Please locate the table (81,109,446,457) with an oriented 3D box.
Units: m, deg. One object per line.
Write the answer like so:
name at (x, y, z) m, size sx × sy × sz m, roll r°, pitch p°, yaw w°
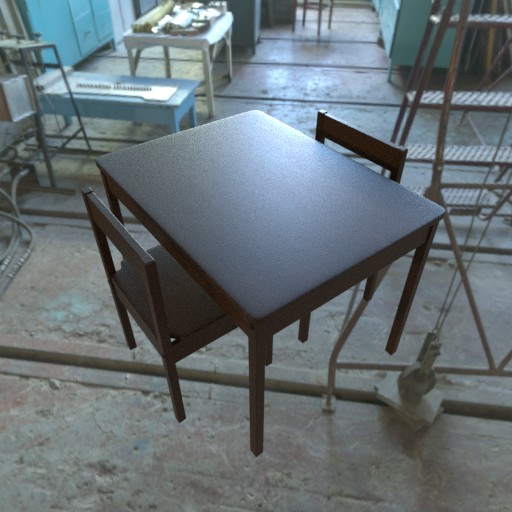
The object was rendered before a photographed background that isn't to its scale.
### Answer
table at (0.000, 0.000, 1.121) m, size 0.672 × 0.503 × 0.650 m, roll -26°, pitch 47°, yaw -27°
